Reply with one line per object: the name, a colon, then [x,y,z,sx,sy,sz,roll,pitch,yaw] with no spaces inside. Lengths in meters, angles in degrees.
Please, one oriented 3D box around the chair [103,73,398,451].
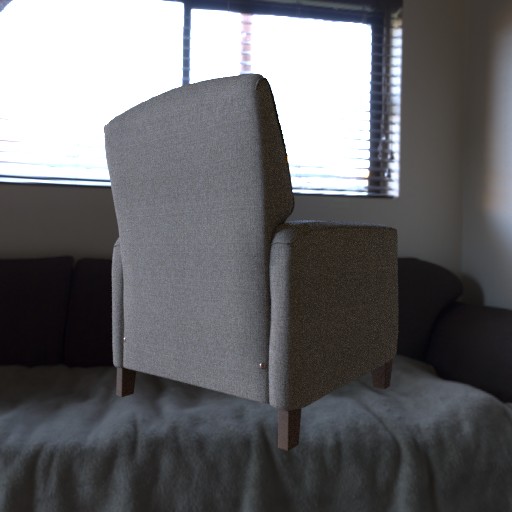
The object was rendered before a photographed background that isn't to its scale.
chair: [0.000,0.000,1.652,0.848,1.014,0.864,0,0,37]
